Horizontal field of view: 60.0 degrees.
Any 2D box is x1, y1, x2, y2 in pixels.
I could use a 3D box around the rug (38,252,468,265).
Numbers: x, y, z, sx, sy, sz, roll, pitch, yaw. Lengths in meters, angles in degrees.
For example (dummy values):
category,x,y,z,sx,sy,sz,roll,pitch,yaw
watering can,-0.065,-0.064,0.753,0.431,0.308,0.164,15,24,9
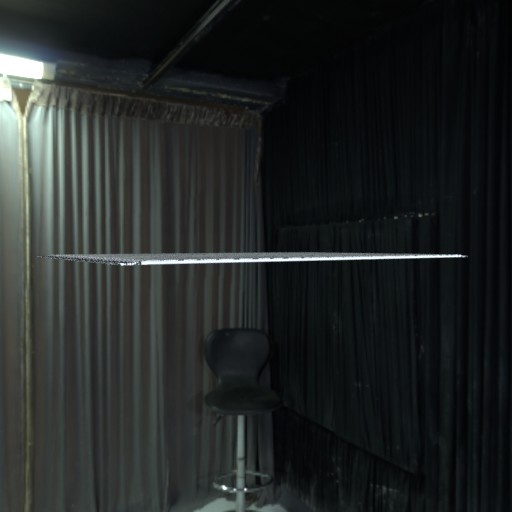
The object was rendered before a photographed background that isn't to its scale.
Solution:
category,x,y,z,sx,sy,sz,roll,pitch,yaw
rug,0.000,0.000,2.258,1.847,0.014,1.230,-1,1,-36
